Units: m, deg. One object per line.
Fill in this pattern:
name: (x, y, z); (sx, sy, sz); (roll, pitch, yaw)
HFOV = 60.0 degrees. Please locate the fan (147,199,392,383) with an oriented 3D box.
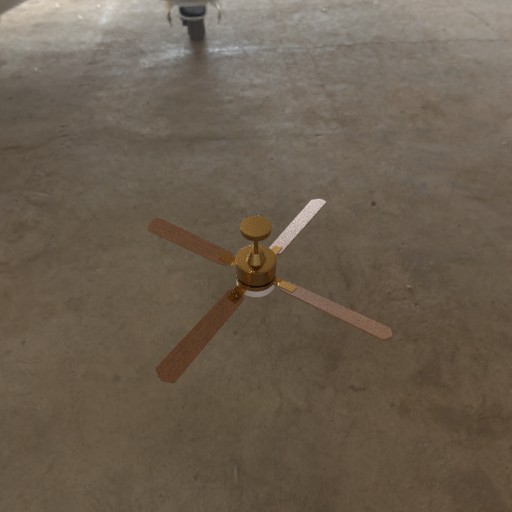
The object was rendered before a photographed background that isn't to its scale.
fan: (0.000, 0.000, 1.987); (1.320, 0.355, 1.320); (25, 50, 23)
